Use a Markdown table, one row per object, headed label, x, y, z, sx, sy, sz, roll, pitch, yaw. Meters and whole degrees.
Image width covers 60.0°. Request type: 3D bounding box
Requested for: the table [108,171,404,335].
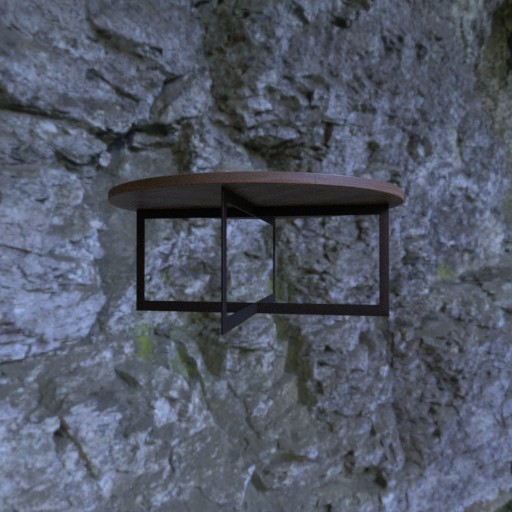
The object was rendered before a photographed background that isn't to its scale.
| label | x | y | z | sx | sy | sz | roll | pitch | yaw |
| --- | --- | --- | --- | --- | --- | --- | --- | --- | --- |
| table | 0.000 | 0.000 | 1.995 | 1.264 | 0.516 | 1.264 | 0 | 0 | 0 |
